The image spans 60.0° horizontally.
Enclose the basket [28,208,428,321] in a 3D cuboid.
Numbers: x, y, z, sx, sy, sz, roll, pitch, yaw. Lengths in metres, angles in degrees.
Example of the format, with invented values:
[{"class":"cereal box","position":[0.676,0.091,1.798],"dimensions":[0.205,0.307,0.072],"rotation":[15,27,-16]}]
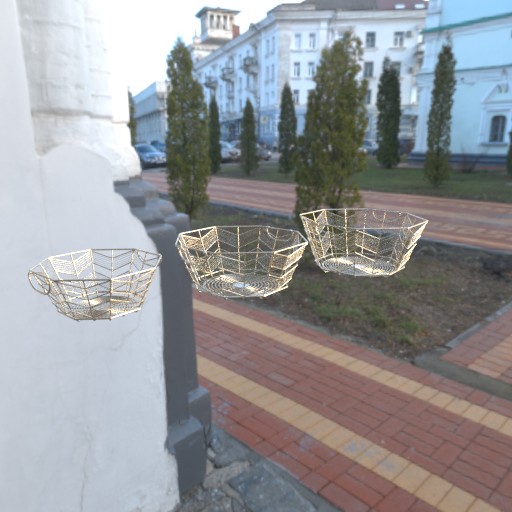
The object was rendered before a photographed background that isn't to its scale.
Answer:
[{"class":"basket","position":[0.000,0.000,1.360],"dimensions":[1.246,0.178,0.432],"rotation":[-7,16,-27]}]
